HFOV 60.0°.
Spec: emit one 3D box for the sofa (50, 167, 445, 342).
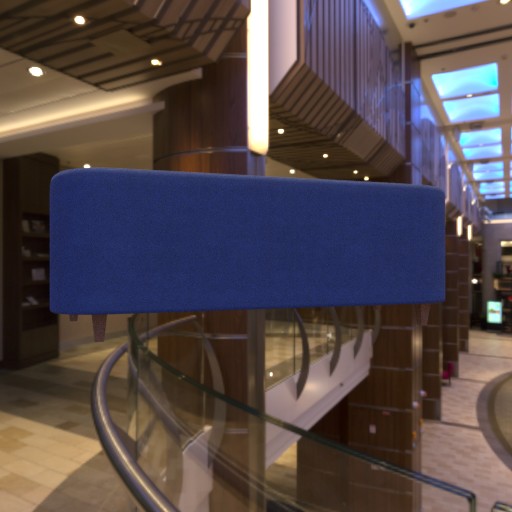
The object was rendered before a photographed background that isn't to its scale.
[{"bbox_3d":[0.000,0.000,2.623,2.235,0.787,0.914,0,0,-16],"label":"sofa"}]
